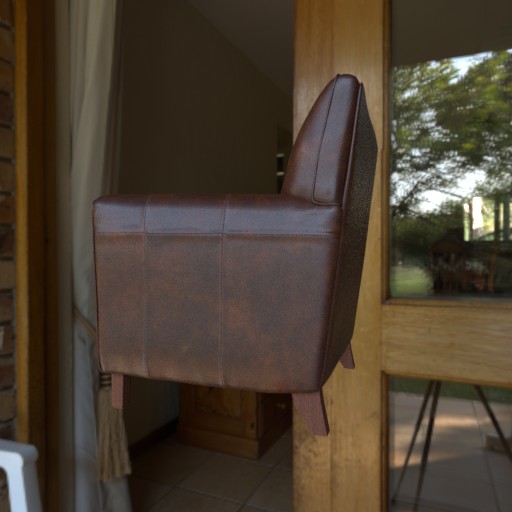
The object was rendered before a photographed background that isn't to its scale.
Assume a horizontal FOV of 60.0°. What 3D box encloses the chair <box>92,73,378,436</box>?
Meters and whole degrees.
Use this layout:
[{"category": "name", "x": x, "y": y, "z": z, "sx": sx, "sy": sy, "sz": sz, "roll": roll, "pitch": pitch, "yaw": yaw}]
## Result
[{"category": "chair", "x": 0.000, "y": 0.000, "z": 1.611, "sx": 0.823, "sy": 0.943, "sz": 0.870, "roll": 0, "pitch": 1, "yaw": 18}]
